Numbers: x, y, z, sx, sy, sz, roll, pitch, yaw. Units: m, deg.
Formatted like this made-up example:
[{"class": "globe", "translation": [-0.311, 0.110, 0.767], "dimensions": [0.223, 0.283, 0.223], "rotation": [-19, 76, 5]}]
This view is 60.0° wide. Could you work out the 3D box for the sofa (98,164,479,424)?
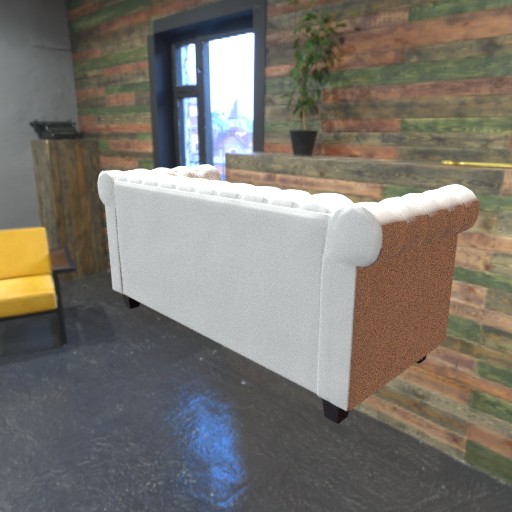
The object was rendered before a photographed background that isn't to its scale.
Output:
[{"class": "sofa", "translation": [0.000, 0.000, 2.202], "dimensions": [0.771, 0.796, 1.798], "rotation": [-15, 21, -42]}]
